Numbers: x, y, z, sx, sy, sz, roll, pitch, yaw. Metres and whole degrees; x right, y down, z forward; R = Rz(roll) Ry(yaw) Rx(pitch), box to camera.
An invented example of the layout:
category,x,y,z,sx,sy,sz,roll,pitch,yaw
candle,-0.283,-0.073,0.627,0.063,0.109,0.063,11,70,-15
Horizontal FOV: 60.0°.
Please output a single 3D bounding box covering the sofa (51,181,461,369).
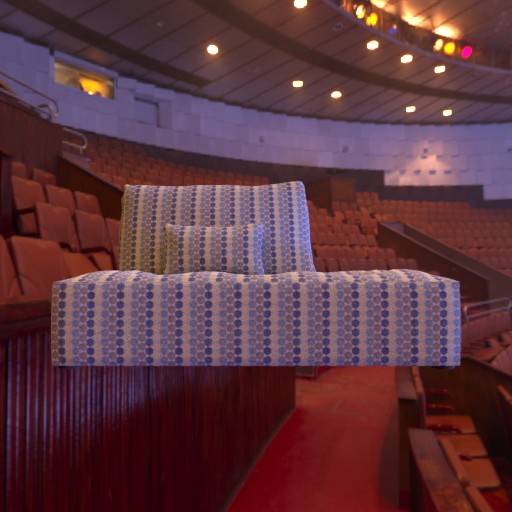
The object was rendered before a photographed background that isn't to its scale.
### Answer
category,x,y,z,sx,sy,sz,roll,pitch,yaw
sofa,0.000,0.000,2.031,1.450,0.820,1.000,0,-2,0
